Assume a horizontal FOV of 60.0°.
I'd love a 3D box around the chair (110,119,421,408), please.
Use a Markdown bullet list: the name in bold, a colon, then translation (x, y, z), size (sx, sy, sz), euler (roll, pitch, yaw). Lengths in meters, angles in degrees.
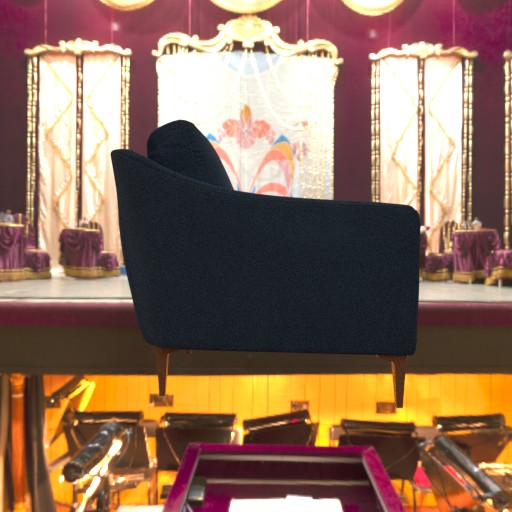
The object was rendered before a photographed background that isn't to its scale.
- **chair**: translation (0.000, 0.000, 1.744), size (0.961, 0.899, 0.987), euler (0, 0, -1)
